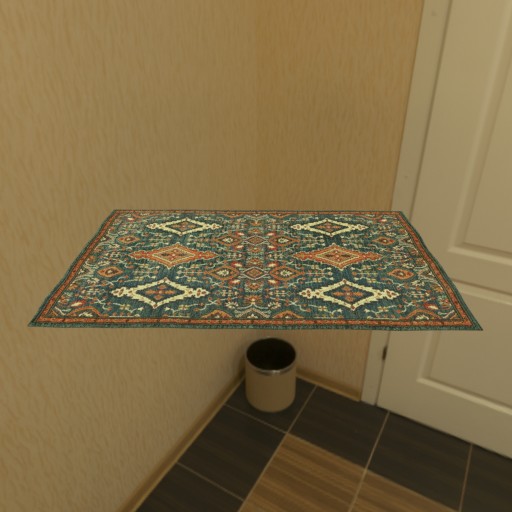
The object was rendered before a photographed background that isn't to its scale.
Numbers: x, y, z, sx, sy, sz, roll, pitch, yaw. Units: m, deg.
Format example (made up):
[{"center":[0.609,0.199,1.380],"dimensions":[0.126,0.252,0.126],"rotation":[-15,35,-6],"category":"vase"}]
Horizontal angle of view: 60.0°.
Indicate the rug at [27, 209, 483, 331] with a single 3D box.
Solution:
[{"center":[0.000,0.000,4.181],"dimensions":[3.371,0.008,2.190],"rotation":[0,29,1],"category":"rug"}]
